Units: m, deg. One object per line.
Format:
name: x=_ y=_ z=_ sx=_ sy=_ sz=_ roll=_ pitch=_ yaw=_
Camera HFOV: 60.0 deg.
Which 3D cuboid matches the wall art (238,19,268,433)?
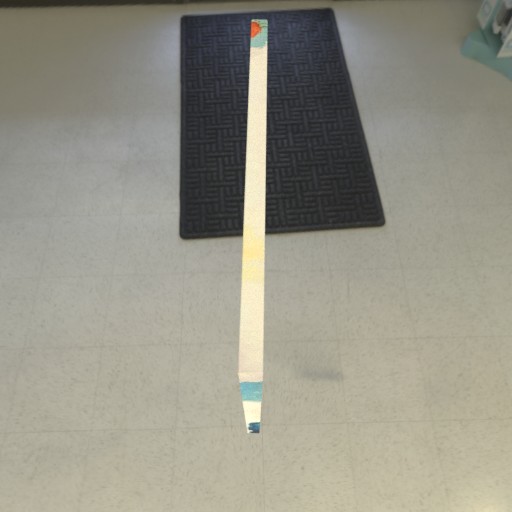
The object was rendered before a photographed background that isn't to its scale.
wall art: x=0.000 y=0.000 z=1.200 sx=0.037 sy=0.814 sz=0.814 roll=1 pitch=62 yaw=1
